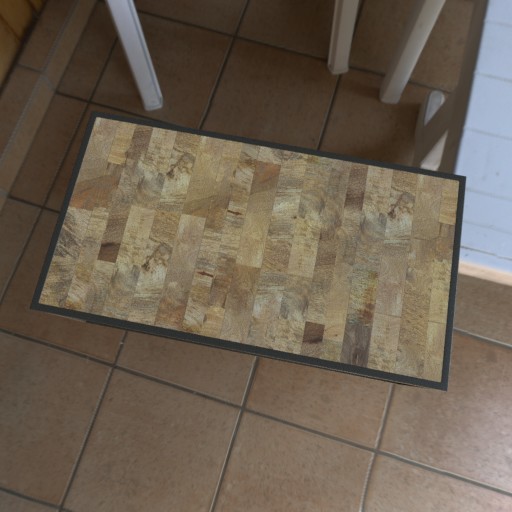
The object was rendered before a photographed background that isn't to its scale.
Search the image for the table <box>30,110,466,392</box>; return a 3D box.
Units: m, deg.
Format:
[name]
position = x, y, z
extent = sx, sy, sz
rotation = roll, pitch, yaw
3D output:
[table]
position = 0.000, 0.000, 1.511
extent = 1.199, 0.398, 0.649
rotation = 11, 76, 3
